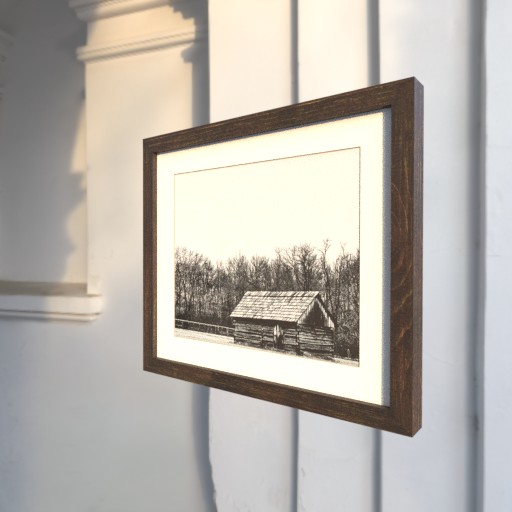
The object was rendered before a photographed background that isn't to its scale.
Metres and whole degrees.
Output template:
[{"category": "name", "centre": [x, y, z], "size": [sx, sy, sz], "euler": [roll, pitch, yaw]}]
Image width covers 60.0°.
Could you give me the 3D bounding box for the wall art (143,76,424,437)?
[{"category": "wall art", "centre": [0.000, 0.000, 0.531], "size": [0.381, 0.330, 0.031], "euler": [1, 1, 37]}]
